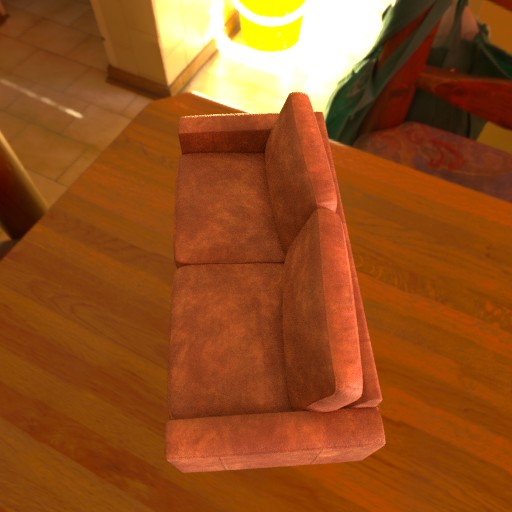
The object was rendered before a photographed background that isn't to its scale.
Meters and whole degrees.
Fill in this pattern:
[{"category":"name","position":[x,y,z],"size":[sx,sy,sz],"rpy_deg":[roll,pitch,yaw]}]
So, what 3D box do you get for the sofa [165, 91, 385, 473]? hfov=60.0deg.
[{"category":"sofa","position":[0.000,0.000,2.604],"size":[1.016,0.873,2.179],"rpy_deg":[-3,59,-2]}]
